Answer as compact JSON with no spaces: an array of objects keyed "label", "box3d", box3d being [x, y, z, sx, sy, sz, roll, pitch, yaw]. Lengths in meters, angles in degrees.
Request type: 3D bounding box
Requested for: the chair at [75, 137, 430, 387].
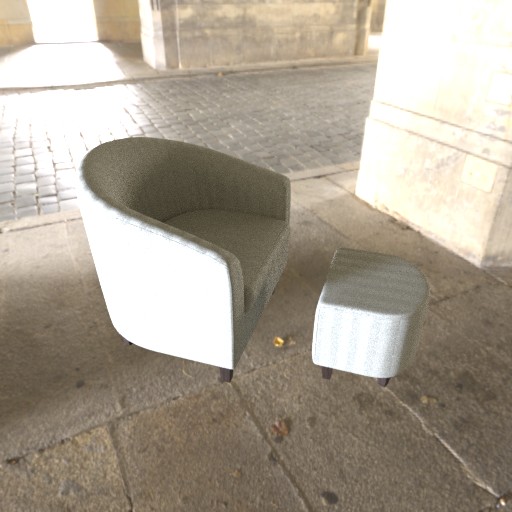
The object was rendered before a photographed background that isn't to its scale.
[{"label":"chair","box3d":[0.000,0.000,1.710,1.288,0.757,0.756,9,32,15]}]
